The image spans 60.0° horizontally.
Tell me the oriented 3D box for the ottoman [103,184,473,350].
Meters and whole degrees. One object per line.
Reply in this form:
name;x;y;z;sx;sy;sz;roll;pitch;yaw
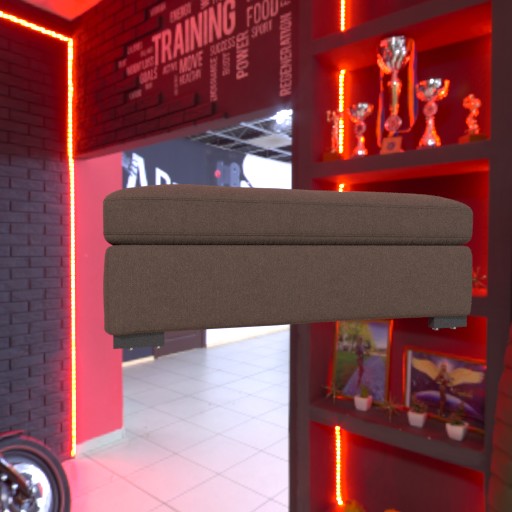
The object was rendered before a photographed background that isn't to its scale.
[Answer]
ottoman;0.000;0.000;1.847;1.181;0.470;1.181;0;1;-17
